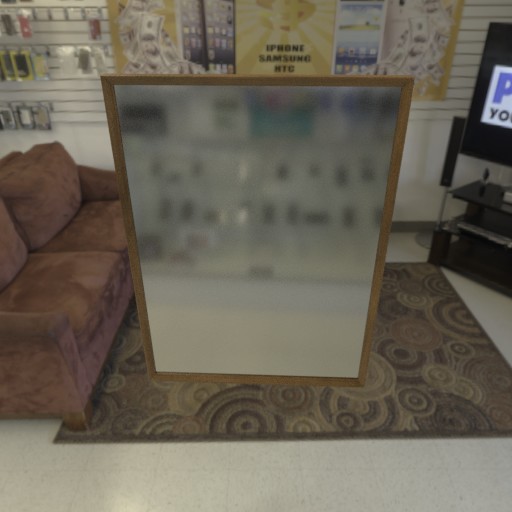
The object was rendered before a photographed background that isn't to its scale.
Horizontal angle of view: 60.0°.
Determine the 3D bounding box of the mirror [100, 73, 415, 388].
[{"bbox_3d":[0.000,0.000,1.335,0.762,1.016,0.041,1,29,2],"label":"mirror"}]
